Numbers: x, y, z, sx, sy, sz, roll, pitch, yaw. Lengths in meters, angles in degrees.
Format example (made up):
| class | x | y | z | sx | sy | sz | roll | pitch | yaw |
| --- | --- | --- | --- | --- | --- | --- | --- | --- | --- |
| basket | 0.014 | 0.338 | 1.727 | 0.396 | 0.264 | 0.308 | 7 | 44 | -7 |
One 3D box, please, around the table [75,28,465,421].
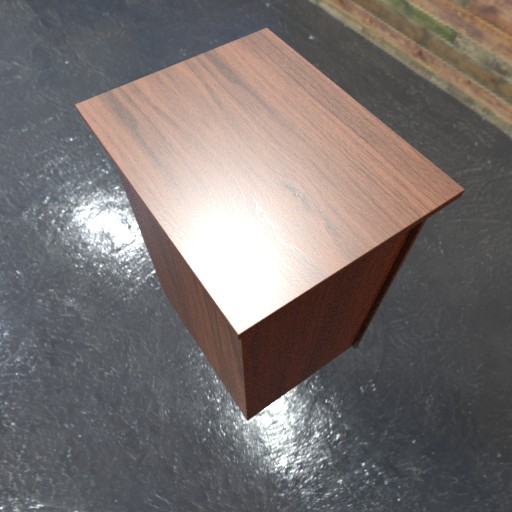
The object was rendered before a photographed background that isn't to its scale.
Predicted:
| class | x | y | z | sx | sy | sz | roll | pitch | yaw |
| --- | --- | --- | --- | --- | --- | --- | --- | --- | --- |
| table | 0.000 | 0.000 | 0.937 | 0.381 | 0.636 | 0.480 | -30 | 63 | -18 |
